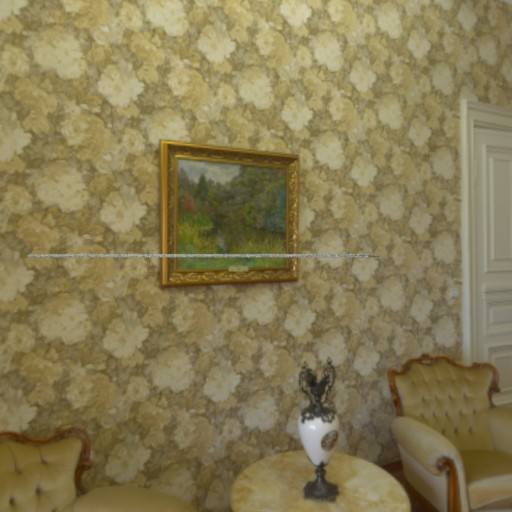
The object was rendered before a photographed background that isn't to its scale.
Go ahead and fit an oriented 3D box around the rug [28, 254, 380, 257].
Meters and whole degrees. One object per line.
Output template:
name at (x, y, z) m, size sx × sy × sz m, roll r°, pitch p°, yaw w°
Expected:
rug at (0.000, 0.000, 2.931) m, size 1.547 × 0.013 × 2.283 m, roll 0°, pitch 0°, yaw 17°
